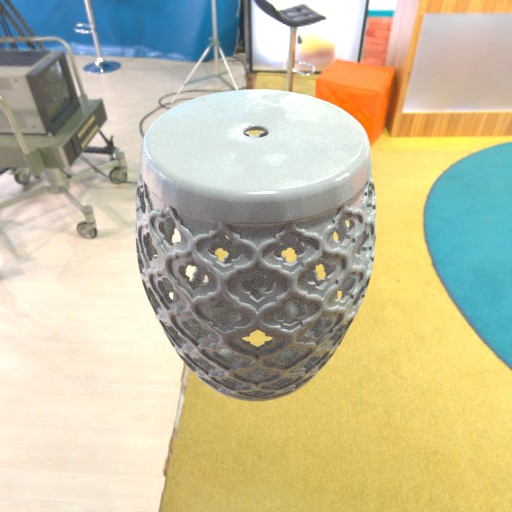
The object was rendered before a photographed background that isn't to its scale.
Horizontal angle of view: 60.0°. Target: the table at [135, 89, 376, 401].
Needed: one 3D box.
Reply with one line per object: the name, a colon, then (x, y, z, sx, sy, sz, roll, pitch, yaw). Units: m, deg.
table: (0.000, 0.000, 0.641, 0.325, 0.388, 0.325, 0, 42, 0)
